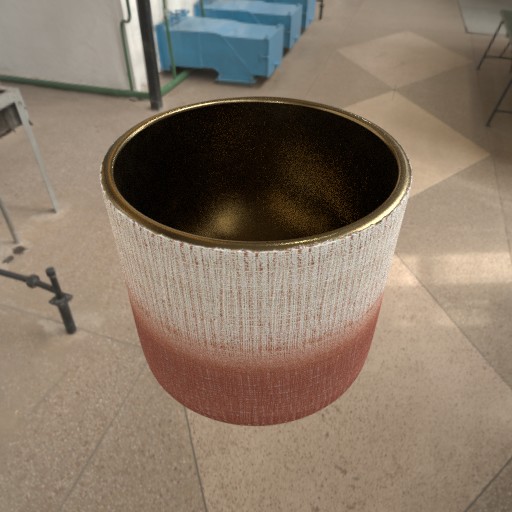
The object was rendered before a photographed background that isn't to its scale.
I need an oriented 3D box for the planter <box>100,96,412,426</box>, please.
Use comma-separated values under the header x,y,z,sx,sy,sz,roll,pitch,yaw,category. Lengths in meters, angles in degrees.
x,y,z,sx,sy,sz,roll,pitch,yaw,category
0.000,0.000,0.306,0.178,0.157,0.178,0,41,0,planter
